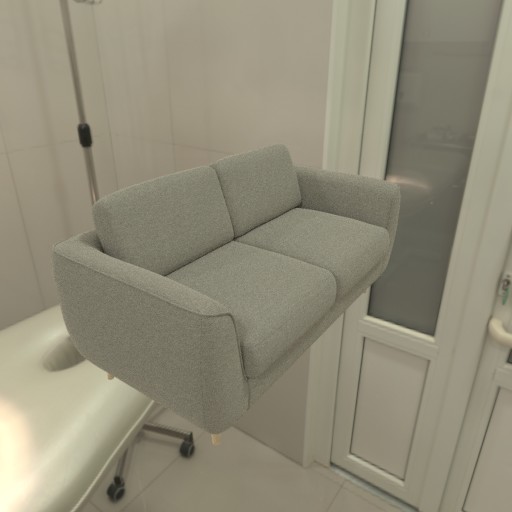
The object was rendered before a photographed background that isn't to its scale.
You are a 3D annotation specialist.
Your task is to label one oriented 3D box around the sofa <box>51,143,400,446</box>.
[{"bbox_3d":[0.000,0.000,2.173,0.920,0.850,1.700,17,31,32],"label":"sofa"}]
